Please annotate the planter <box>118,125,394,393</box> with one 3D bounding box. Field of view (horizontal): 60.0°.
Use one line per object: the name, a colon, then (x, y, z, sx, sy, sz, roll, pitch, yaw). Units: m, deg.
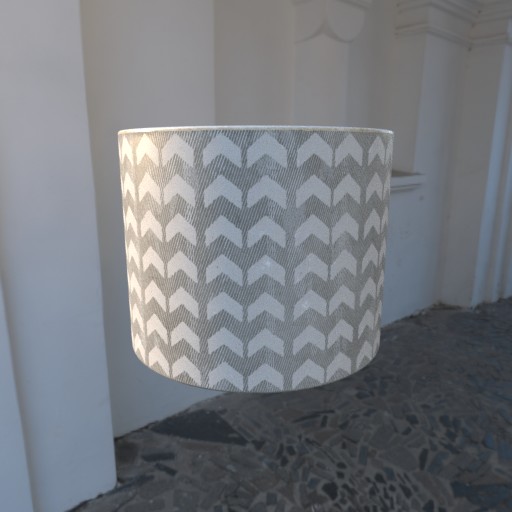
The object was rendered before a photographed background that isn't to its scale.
planter: (0.000, 0.000, 0.339, 0.190, 0.181, 0.190, 0, 13, 0)
